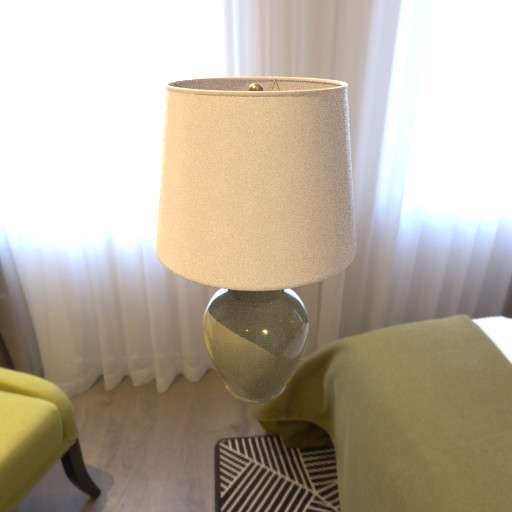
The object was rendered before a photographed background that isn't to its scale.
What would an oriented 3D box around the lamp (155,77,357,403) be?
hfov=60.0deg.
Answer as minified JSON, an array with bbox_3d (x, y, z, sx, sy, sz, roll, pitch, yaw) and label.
[{"bbox_3d":[0.000,0.000,0.547,0.239,0.399,0.239,0,26,0],"label":"lamp"}]
